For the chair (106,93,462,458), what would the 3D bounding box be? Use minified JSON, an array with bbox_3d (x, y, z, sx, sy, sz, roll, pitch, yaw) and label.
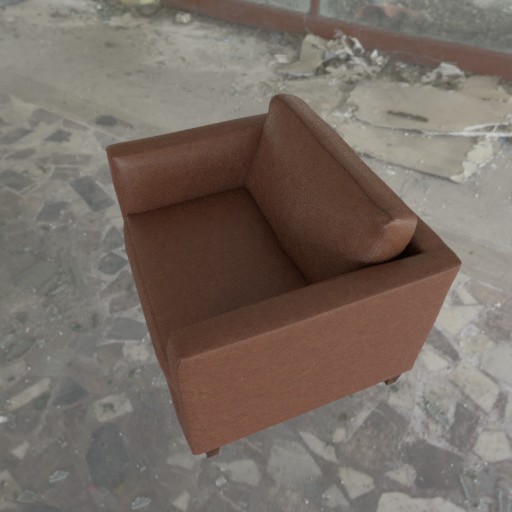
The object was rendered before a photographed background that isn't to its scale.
[{"bbox_3d":[0.000,0.000,1.781,0.959,0.917,1.107,-16,48,-15],"label":"chair"}]
